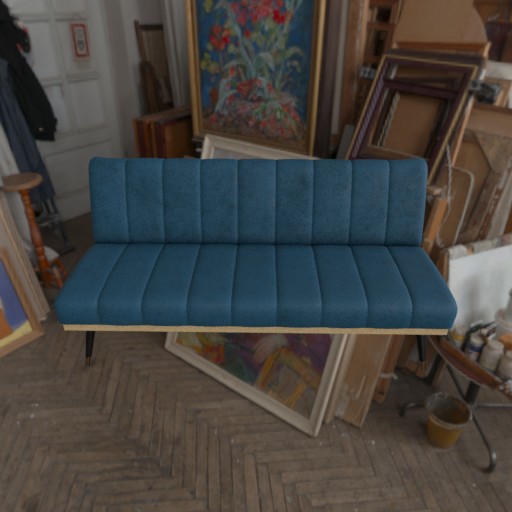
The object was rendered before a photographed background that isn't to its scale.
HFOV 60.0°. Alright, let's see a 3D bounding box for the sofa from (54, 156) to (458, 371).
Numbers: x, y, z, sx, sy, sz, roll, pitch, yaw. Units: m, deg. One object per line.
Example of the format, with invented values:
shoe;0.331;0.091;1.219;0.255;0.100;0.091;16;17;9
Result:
sofa;0.000;0.000;2.287;1.810;0.825;0.830;1;30;1
